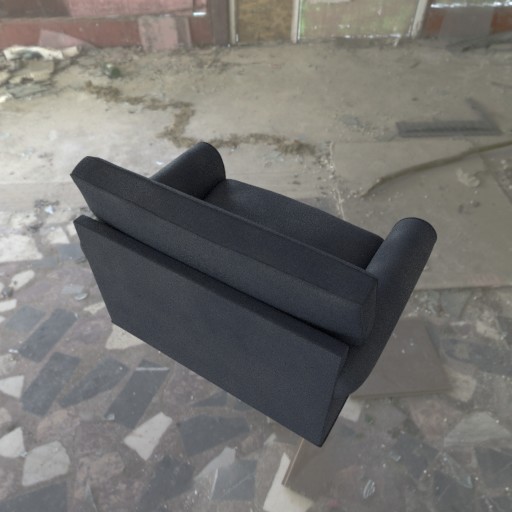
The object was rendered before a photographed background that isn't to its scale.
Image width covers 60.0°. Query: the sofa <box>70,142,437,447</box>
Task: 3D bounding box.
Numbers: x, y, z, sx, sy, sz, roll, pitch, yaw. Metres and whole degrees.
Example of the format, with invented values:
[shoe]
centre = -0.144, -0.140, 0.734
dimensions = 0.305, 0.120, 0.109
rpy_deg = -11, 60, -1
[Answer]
[sofa]
centre = 0.000, 0.000, 2.096
dimensions = 1.405, 1.004, 0.938
rpy_deg = 24, 50, 22
